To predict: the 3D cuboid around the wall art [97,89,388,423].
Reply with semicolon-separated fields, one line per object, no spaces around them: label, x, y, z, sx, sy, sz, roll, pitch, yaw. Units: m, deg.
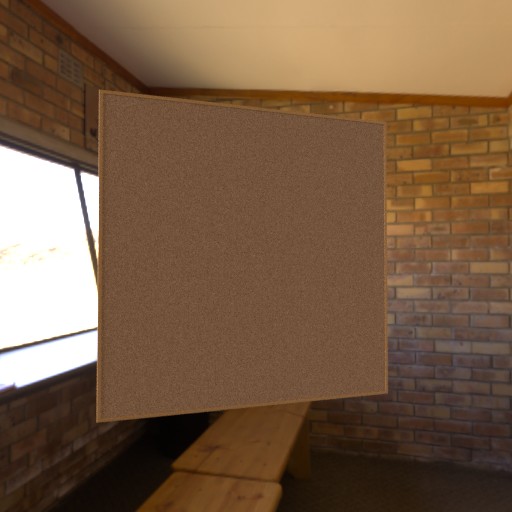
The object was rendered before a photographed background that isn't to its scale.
wall art;0.000;0.000;0.680;0.457;0.455;0.013;0;-1;-17
